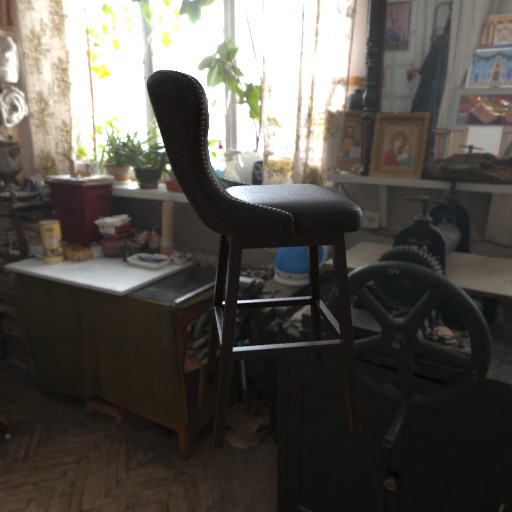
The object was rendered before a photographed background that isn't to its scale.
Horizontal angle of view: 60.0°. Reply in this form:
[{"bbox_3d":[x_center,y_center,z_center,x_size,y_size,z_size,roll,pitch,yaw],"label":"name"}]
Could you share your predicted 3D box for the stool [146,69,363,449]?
[{"bbox_3d":[0.000,0.000,1.396,0.601,1.050,0.528,-3,17,-9],"label":"stool"}]
